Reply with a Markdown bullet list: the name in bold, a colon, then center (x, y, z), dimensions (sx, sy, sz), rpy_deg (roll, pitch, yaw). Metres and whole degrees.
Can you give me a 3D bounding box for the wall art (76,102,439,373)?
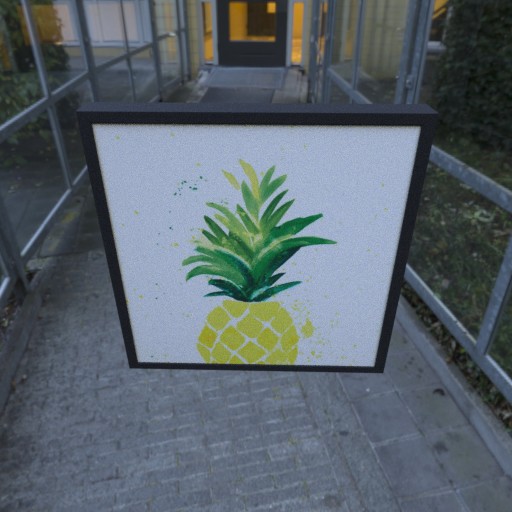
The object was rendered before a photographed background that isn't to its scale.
- **wall art**: center (0.000, 0.000, 0.466), dimensions (0.305, 0.304, 0.033), rpy_deg (1, 32, 1)
